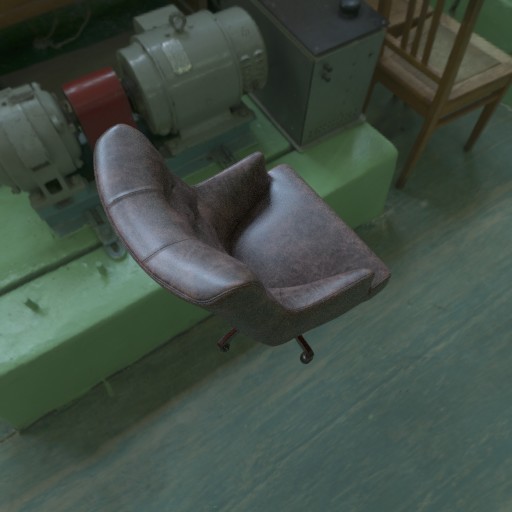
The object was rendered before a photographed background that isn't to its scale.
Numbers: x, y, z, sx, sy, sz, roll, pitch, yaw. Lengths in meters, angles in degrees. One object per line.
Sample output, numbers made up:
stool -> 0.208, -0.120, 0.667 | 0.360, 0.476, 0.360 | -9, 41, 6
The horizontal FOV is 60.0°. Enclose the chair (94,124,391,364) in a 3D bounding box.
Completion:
chair -> 0.000, 0.000, 1.526 | 0.762, 1.035, 0.641 | -31, 65, -16
